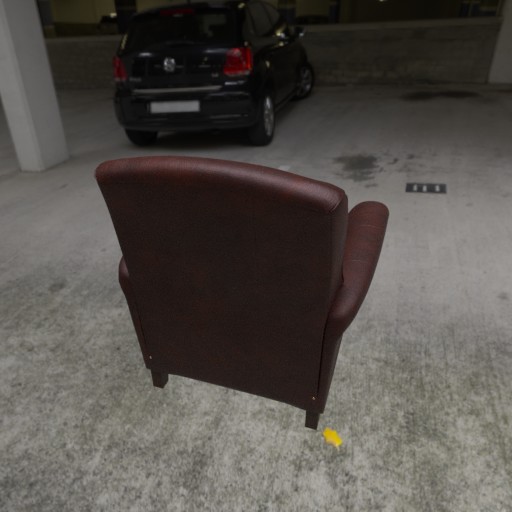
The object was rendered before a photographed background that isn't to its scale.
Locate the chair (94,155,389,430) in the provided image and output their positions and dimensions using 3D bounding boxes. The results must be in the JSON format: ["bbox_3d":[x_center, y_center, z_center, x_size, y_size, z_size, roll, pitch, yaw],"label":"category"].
[{"bbox_3d":[0.000,0.000,1.806,0.978,1.061,0.902,10,32,16],"label":"chair"}]
